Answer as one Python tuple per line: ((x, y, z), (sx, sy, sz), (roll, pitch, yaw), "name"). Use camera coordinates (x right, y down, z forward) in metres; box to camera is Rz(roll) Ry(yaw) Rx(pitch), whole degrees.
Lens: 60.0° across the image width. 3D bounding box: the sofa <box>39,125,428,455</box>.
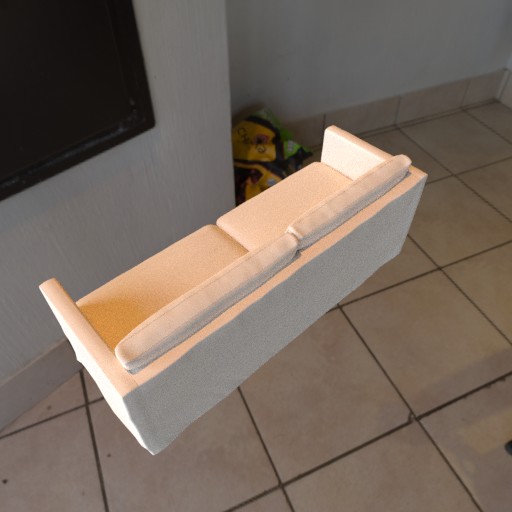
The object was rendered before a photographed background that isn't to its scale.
((0.000, 0.000, 3.344), (2.779, 0.999, 1.036), (-34, 56, -27), "sofa")
